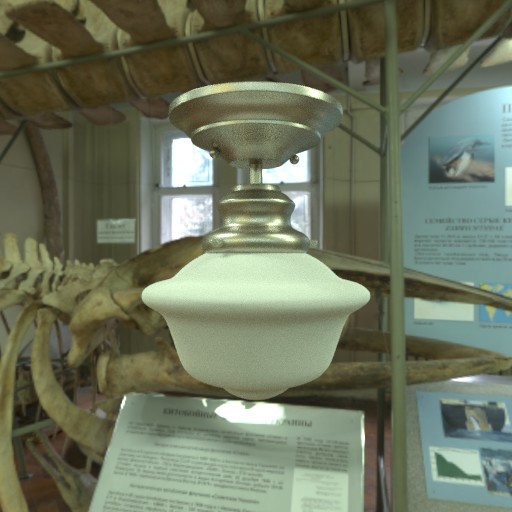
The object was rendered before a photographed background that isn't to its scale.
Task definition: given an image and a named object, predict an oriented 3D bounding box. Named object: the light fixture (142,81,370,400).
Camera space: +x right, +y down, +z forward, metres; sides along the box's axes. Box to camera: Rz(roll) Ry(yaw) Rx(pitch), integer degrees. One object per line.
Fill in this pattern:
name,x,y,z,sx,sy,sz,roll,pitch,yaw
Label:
light fixture,0.000,0.000,0.397,0.199,0.254,0.199,0,0,0
